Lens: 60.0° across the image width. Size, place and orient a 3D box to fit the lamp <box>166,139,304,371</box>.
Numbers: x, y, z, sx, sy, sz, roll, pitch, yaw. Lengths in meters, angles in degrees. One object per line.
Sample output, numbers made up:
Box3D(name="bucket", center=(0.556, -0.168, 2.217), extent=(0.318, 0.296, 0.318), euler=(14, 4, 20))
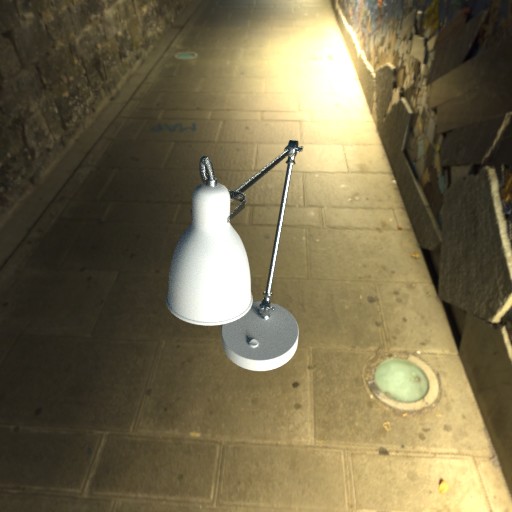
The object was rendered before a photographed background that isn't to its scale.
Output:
Box3D(name="lamp", center=(0.000, 0.000, 0.884), extent=(0.187, 0.587, 0.561), euler=(12, 42, 14))
